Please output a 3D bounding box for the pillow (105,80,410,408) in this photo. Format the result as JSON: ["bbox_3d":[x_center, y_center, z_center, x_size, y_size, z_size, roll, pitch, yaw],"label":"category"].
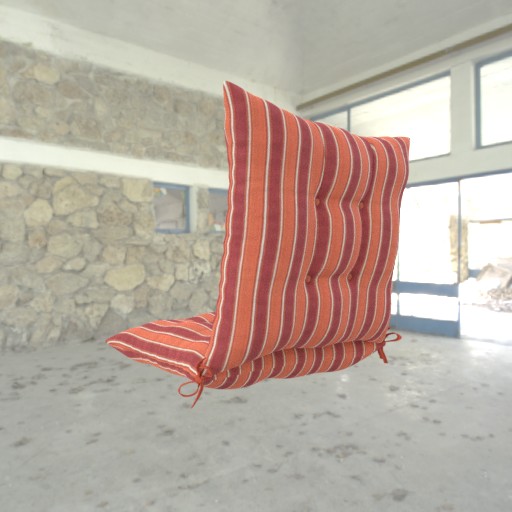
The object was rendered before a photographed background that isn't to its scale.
[{"bbox_3d":[0.000,0.000,1.032,0.541,0.536,0.585,1,-1,-38],"label":"pillow"}]
